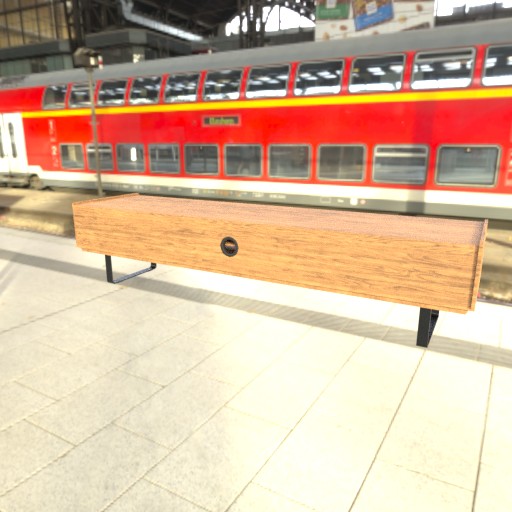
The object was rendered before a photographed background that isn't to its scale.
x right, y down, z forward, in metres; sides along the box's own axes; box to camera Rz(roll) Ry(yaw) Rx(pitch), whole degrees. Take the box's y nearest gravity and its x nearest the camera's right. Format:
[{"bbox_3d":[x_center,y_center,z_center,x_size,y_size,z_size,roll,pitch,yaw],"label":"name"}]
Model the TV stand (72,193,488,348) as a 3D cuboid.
[{"bbox_3d":[0.000,0.000,1.986,1.796,0.415,0.467,8,17,27],"label":"TV stand"}]
